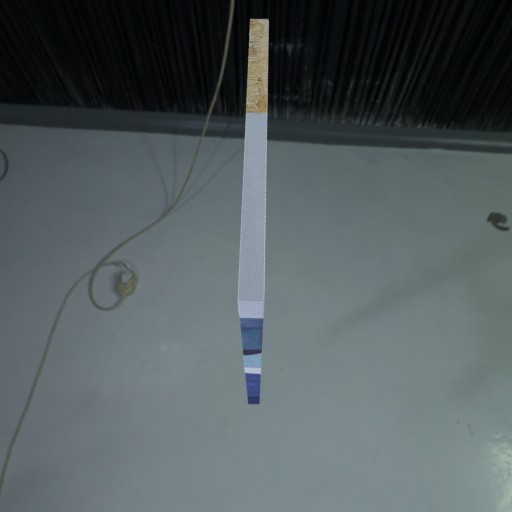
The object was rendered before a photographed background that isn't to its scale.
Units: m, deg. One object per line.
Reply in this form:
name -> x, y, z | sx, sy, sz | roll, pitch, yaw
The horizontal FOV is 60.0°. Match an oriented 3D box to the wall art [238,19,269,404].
wall art -> 0.000, 0.000, 1.161 | 0.039, 0.911, 0.607 | 1, 63, 0
